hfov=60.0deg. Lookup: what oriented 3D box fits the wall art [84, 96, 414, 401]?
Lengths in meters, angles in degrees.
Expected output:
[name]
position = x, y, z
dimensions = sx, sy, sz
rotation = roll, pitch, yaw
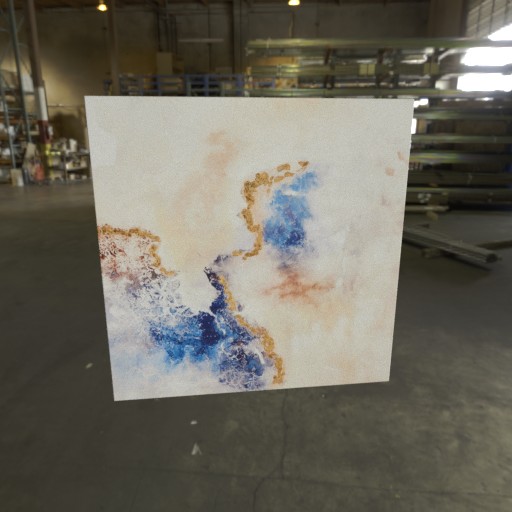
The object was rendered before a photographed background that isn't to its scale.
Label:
[wall art]
position = 0.000, 0.000, 1.320
dimensions = 0.889, 0.889, 0.038
rotation = -2, 16, -7
